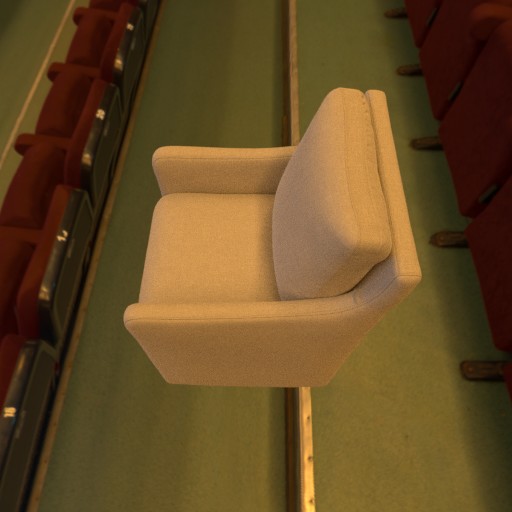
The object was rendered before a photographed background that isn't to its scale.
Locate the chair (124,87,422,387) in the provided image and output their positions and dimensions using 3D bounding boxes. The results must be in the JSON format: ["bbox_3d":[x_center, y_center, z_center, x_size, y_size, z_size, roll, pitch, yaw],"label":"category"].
[{"bbox_3d":[0.000,0.000,1.392,0.694,0.914,0.626,1,59,0],"label":"chair"}]
